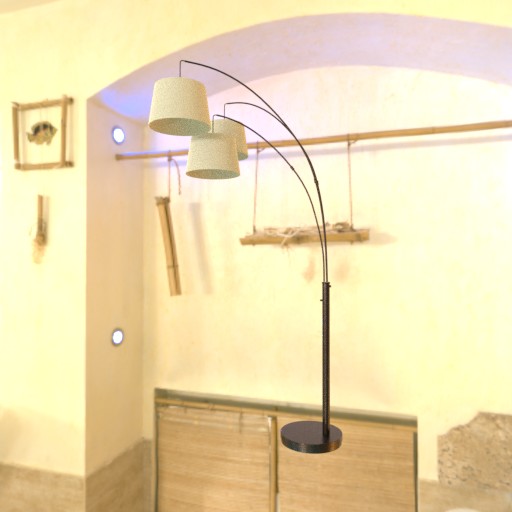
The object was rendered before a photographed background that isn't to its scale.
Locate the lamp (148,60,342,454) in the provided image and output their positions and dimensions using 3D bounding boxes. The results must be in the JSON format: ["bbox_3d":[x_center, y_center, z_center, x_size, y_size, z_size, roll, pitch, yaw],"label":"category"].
[{"bbox_3d":[0.000,0.000,2.420,0.924,1.950,0.951,0,-1,17],"label":"lamp"}]
